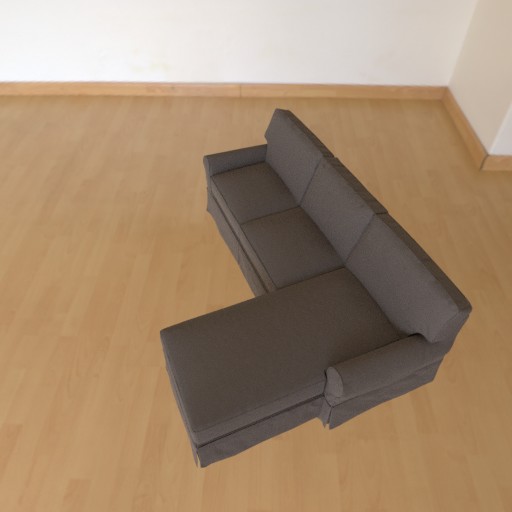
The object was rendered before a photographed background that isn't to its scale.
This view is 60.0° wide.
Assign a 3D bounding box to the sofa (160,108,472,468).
[{"bbox_3d":[0.000,0.000,3.315,1.733,0.978,2.475,-17,49,-16],"label":"sofa"}]
